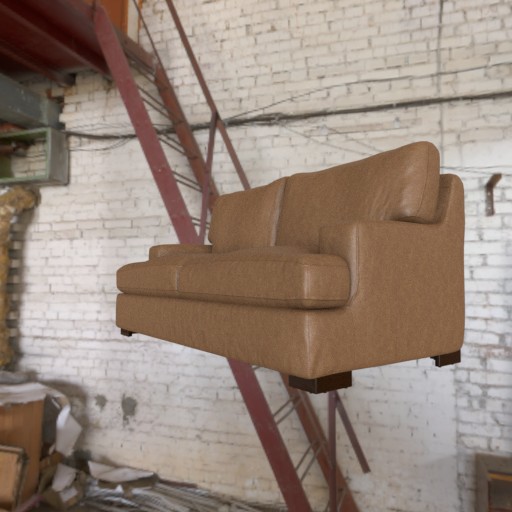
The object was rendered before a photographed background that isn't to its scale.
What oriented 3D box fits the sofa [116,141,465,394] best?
[{"bbox_3d":[0.000,0.000,2.407,0.962,0.980,1.855,2,-3,-36],"label":"sofa"}]
